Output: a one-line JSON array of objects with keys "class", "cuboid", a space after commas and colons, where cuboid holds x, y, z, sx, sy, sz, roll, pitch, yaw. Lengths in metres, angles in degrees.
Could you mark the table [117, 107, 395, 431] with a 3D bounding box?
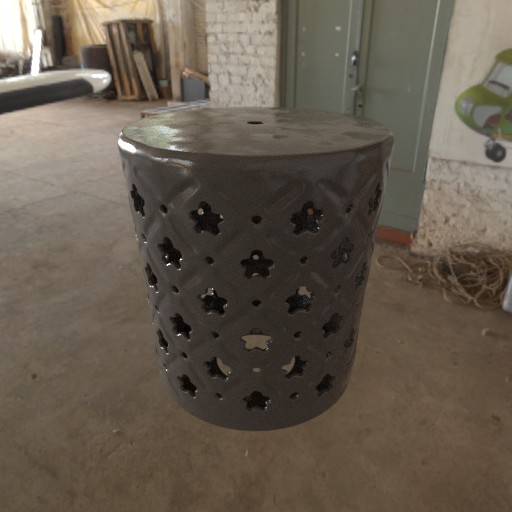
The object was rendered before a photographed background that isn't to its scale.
[{"class": "table", "cuboid": [0.000, 0.000, 0.662, 0.352, 0.387, 0.352, 0, 26, 0]}]
